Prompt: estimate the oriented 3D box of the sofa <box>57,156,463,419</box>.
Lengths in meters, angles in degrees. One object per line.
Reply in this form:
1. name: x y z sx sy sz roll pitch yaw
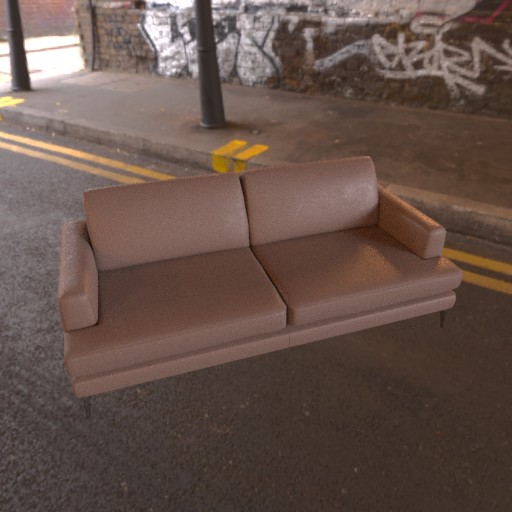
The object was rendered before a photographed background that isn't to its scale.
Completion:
1. sofa: 0.000 0.000 2.377 1.940 0.765 0.974 -10 32 -16
